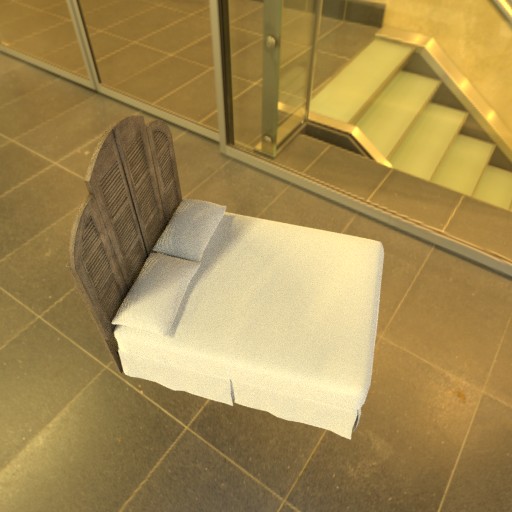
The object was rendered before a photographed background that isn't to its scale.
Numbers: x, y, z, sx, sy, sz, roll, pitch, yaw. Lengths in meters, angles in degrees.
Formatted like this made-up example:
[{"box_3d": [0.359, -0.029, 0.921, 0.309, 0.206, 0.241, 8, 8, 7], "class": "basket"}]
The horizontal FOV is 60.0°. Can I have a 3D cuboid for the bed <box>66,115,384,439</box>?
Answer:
[{"box_3d": [0.000, 0.000, 3.552, 2.138, 2.019, 1.713, 11, 49, 10], "class": "bed"}]
